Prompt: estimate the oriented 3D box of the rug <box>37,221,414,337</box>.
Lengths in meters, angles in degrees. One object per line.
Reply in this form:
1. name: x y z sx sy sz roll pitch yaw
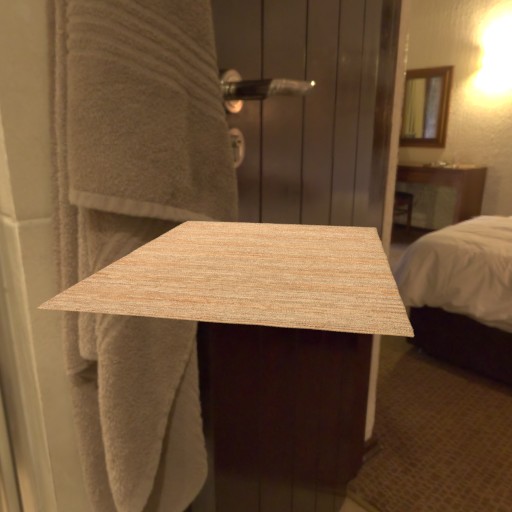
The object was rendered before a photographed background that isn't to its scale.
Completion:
1. rug: 0.000 0.000 3.980 2.313 0.009 2.939 3 16 10
